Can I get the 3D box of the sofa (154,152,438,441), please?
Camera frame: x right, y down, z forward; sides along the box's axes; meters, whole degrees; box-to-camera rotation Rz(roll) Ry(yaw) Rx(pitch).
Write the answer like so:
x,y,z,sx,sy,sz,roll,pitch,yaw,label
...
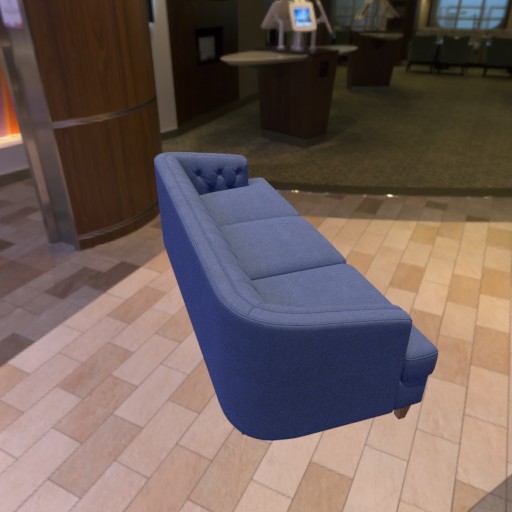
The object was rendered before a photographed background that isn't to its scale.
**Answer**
x,y,z,sx,sy,sz,roll,pitch,yaw,label
0.000,0.000,2.696,0.914,0.787,2.235,-10,32,-16,sofa
